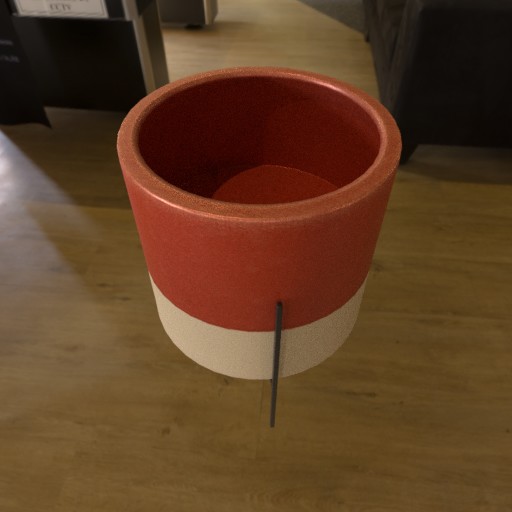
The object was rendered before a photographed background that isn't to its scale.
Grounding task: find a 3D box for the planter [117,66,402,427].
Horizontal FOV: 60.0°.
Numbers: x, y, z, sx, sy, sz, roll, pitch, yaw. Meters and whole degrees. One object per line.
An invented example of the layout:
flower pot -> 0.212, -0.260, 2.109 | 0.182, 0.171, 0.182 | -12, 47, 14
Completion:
planter -> 0.000, 0.000, 0.710 | 0.354, 0.465, 0.345 | 17, 49, 15
